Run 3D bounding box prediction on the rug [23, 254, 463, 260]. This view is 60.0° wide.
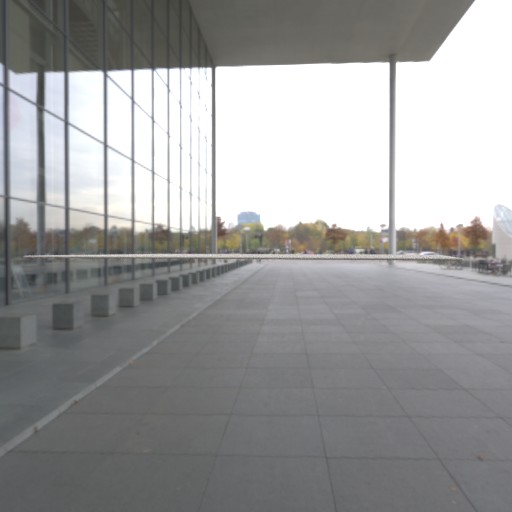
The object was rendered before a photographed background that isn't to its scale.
[{"bbox_3d":[0.000,0.000,2.866,2.286,0.011,1.524,0,1,19],"label":"rug"}]
